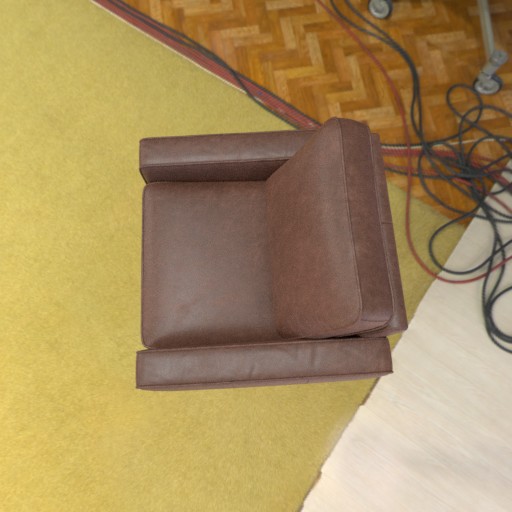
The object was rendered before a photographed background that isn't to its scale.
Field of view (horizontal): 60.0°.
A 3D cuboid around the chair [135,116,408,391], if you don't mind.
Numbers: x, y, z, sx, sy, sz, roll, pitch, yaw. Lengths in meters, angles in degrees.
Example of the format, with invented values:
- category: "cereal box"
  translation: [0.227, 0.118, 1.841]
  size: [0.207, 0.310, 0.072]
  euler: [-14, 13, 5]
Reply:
- category: "chair"
  translation: [0.000, 0.000, 1.791]
  size: [0.940, 0.919, 1.017]
  euler: [-3, 74, -1]
